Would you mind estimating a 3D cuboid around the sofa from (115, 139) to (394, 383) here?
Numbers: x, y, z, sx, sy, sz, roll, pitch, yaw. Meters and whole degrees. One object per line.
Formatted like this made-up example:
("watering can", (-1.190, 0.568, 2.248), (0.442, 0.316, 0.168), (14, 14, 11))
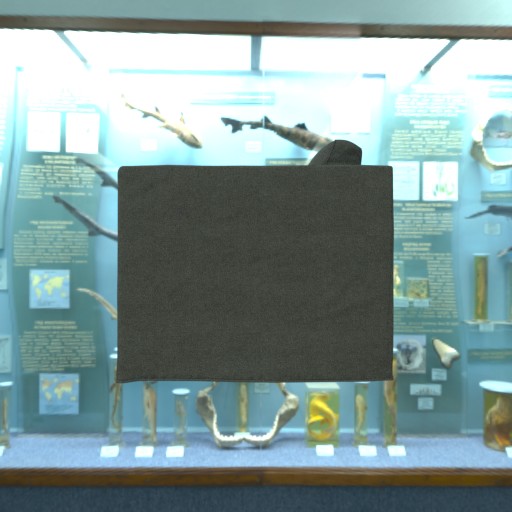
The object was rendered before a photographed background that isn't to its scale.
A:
("sofa", (0.000, 0.000, 2.362), (0.974, 0.854, 1.802), (0, 0, 1))
